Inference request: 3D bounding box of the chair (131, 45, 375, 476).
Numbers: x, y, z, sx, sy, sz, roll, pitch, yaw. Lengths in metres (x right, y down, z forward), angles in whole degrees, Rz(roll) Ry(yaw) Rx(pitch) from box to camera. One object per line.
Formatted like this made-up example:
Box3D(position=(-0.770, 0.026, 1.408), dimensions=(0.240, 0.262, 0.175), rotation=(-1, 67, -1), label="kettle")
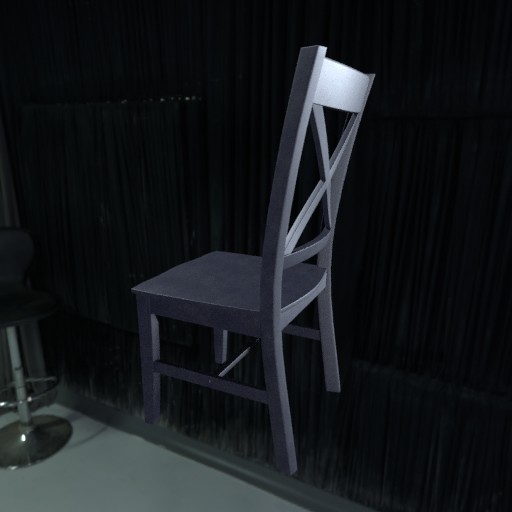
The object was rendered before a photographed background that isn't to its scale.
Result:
Box3D(position=(0.000, 0.000, 1.257), dimensions=(0.542, 0.983, 0.485), rotation=(8, 17, 25), label="chair")
